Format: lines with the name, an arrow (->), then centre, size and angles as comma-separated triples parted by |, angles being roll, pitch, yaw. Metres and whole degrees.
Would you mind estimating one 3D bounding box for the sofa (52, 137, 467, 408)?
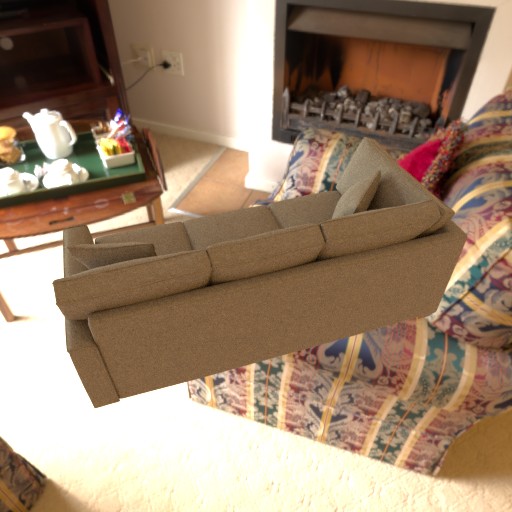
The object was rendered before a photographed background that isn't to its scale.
sofa -> 0.000, 0.000, 2.894 | 2.317, 0.962, 1.061 | -12, 44, -13
